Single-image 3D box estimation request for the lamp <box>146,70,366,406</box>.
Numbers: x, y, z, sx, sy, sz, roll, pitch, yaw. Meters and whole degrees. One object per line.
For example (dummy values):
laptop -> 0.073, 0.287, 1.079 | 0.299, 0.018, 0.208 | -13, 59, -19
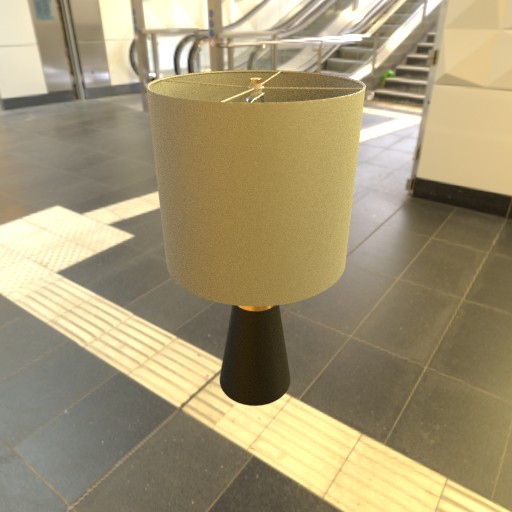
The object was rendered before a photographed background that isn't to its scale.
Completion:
lamp -> 0.000, 0.000, 0.774 | 0.308, 0.580, 0.308 | 8, 30, 14
